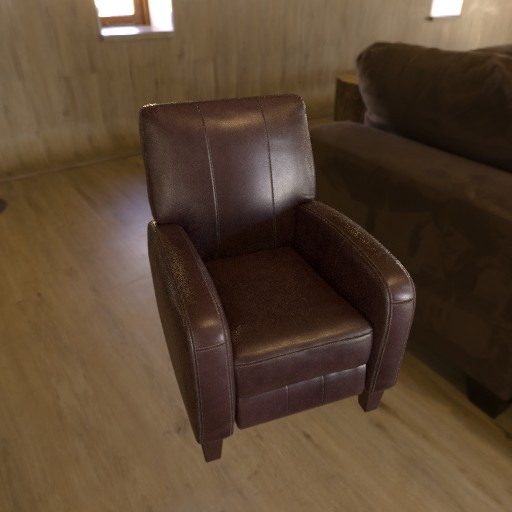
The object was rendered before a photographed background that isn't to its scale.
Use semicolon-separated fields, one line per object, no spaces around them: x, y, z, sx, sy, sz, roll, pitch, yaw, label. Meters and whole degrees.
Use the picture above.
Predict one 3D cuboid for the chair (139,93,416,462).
0.000;0.000;1.655;0.762;0.990;0.990;-11;33;-16;chair
